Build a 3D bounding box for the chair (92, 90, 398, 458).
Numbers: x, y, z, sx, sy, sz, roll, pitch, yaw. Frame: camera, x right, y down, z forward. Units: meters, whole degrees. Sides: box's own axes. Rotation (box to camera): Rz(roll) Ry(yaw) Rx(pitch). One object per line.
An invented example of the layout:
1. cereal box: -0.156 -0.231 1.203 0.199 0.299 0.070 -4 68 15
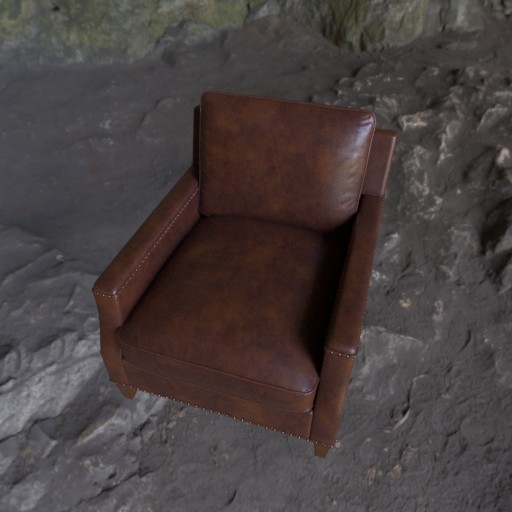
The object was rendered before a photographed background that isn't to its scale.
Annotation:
1. chair: 0.000 0.000 1.677 0.853 0.929 1.014 12 43 13
